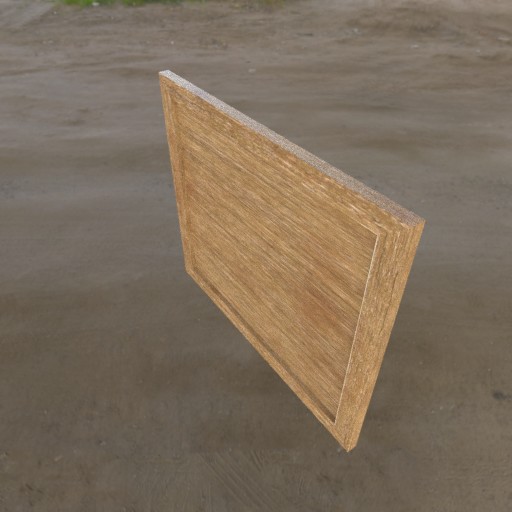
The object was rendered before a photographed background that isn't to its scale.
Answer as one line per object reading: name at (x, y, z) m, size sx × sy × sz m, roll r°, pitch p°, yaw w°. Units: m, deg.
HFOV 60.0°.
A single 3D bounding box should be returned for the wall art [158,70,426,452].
wall art at (0.000, 0.000, 0.951) m, size 0.026 × 0.588 × 0.690 m, roll -25°, pitch 47°, yaw -26°
